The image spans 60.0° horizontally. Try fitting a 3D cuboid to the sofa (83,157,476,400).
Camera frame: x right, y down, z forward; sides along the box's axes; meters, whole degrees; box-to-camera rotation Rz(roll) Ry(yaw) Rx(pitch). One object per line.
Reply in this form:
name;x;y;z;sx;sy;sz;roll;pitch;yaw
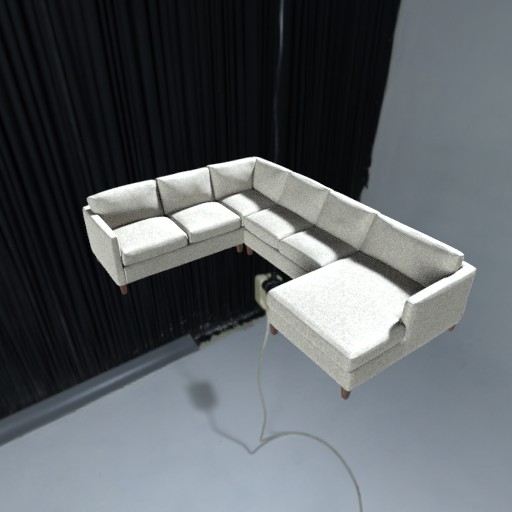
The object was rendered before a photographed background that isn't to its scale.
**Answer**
sofa;0.000;0.000;4.735;2.593;0.959;3.460;-21;37;-30
